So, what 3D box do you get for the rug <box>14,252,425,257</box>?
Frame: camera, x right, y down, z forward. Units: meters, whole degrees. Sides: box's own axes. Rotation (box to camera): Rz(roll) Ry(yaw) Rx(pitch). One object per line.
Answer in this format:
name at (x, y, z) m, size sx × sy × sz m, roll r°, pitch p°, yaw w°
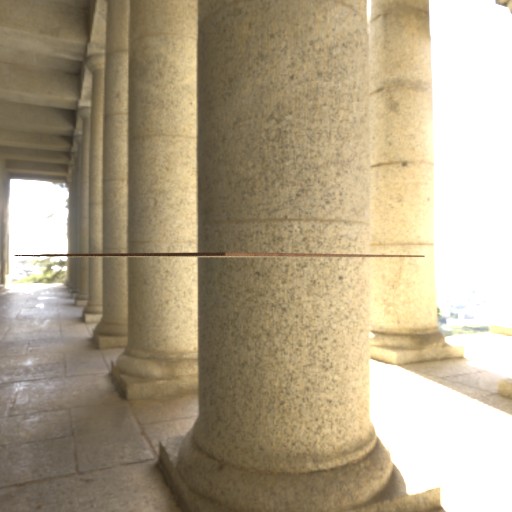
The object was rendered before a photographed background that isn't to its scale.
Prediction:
rug at (0.000, 0.000, 2.964) m, size 1.524 × 0.014 × 2.438 m, roll 0°, pitch 0°, yaw 36°
